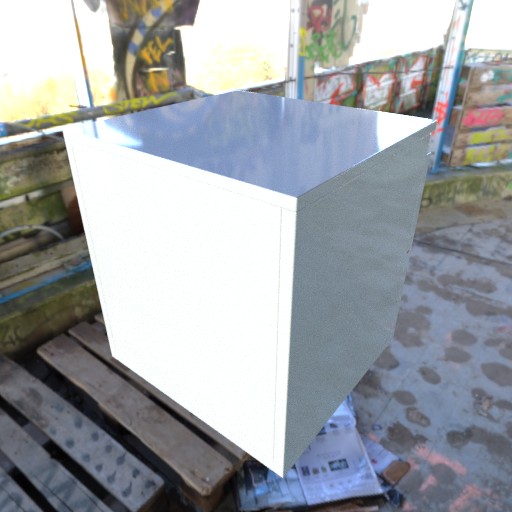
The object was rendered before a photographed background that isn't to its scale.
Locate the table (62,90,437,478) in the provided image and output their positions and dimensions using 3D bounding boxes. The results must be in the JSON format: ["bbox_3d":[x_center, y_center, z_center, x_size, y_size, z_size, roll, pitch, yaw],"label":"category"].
[{"bbox_3d":[0.000,0.000,0.802,0.420,0.470,0.400,22,37,32],"label":"table"}]
